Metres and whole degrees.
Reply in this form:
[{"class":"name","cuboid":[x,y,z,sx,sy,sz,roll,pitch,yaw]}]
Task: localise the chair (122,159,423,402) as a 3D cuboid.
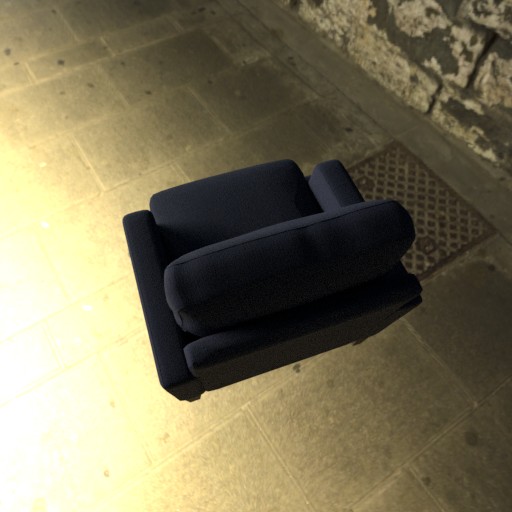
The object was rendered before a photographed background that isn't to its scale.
[{"class":"chair","cuboid":[0.000,0.000,1.638,0.855,0.991,0.897,-17,60,-10]}]
